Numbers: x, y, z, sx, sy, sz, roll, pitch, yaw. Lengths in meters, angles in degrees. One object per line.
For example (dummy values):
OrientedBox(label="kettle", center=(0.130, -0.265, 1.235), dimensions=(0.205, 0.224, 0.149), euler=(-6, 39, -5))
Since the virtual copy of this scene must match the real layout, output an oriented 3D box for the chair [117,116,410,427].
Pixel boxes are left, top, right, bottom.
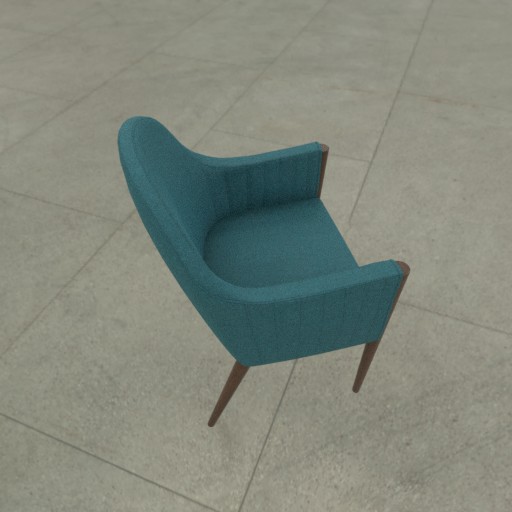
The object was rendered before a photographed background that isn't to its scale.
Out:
OrientedBox(label="chair", center=(0.000, 0.000, 1.376), dimensions=(0.652, 0.907, 0.656), euler=(-10, 46, -10))
